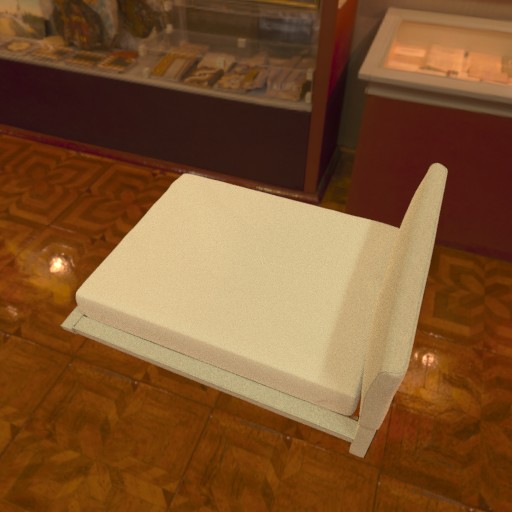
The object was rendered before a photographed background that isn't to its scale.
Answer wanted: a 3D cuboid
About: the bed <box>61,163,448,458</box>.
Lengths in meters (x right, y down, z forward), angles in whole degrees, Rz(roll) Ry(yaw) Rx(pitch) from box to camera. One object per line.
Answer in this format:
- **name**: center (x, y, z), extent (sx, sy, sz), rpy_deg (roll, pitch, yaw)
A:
- **bed**: center (0.000, 0.000, 3.523), extent (2.498, 1.126, 1.980), rpy_deg (17, 48, 16)
